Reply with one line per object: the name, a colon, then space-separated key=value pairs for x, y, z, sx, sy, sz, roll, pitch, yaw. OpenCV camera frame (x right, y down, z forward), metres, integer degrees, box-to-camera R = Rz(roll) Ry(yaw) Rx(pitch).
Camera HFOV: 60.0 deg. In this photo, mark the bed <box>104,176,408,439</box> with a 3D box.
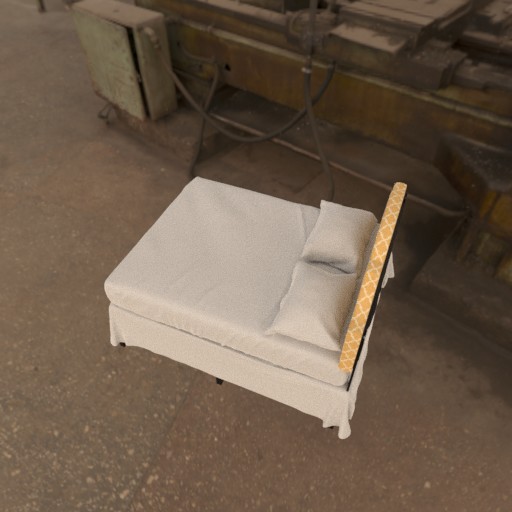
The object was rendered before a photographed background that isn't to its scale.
bed: x=0.000 y=0.000 z=3.630 sx=2.222 sy=1.633 sz=1.780 roll=17 pitch=48 yaw=16
